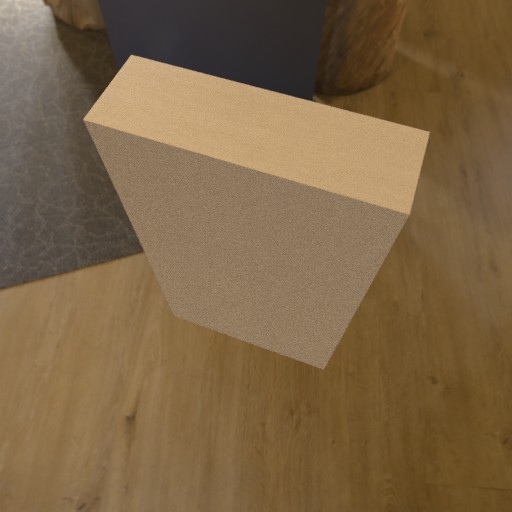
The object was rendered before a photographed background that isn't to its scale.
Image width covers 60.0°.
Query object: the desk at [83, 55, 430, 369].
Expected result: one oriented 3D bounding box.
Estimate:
[{"bbox_3d":[0.000,0.000,1.571,0.750,1.280,0.250,18,63,9],"label":"desk"}]
